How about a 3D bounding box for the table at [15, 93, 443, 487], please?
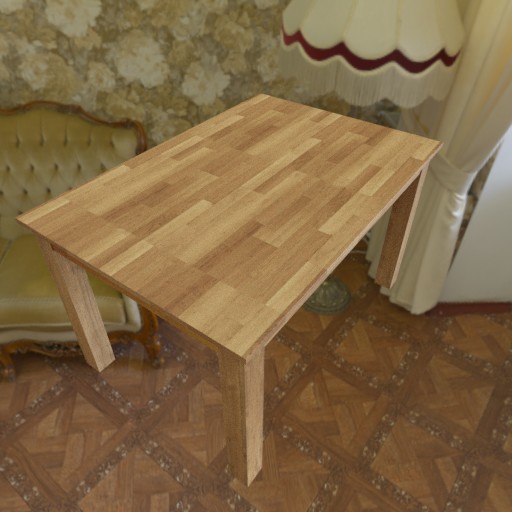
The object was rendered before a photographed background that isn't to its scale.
[{"bbox_3d":[0.000,0.000,1.813,0.900,0.750,1.300,25,47,27],"label":"table"}]
